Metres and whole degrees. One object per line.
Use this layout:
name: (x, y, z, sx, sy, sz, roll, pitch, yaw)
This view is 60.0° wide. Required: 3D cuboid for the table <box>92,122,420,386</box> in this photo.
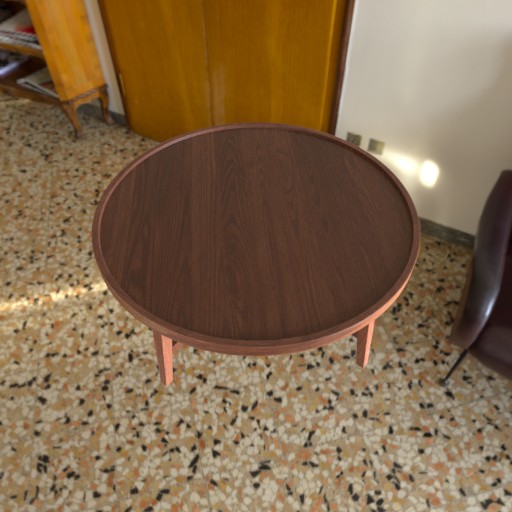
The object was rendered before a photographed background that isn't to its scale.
table: (0.000, 0.000, 1.243, 0.800, 0.360, 0.800, 0, 48, 0)
